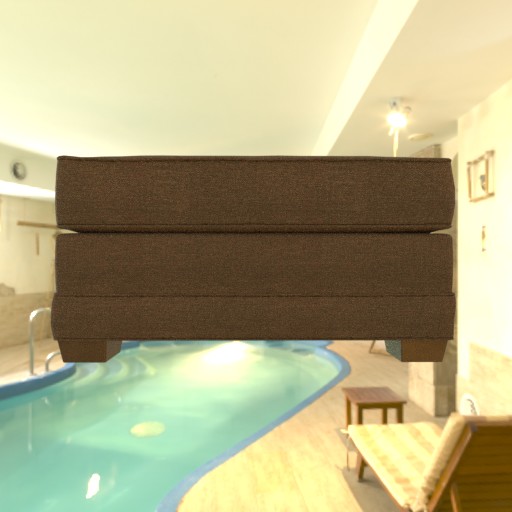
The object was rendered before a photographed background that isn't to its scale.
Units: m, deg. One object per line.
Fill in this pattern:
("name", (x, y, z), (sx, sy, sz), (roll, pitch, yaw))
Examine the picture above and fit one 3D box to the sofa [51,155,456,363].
("sofa", (0.000, 0.000, 1.195), (0.854, 0.457, 0.578), (0, 0, 0))
